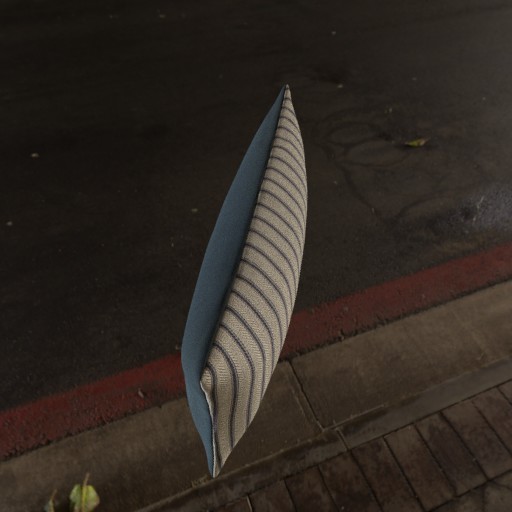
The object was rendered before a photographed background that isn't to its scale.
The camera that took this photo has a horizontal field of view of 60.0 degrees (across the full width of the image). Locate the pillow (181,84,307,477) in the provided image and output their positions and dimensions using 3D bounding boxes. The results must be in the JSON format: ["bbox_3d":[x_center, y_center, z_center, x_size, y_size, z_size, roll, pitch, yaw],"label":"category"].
[{"bbox_3d":[0.000,0.000,0.732,0.151,0.305,0.609,8,47,7],"label":"pillow"}]
